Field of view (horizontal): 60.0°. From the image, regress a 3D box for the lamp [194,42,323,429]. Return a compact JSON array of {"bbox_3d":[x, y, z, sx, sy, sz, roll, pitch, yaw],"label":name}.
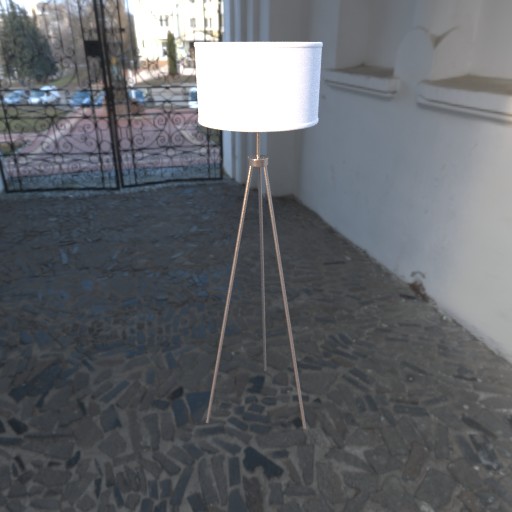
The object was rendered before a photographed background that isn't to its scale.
[{"bbox_3d":[0.000,0.000,1.778,0.448,1.545,0.458,0,26,0],"label":"lamp"}]
